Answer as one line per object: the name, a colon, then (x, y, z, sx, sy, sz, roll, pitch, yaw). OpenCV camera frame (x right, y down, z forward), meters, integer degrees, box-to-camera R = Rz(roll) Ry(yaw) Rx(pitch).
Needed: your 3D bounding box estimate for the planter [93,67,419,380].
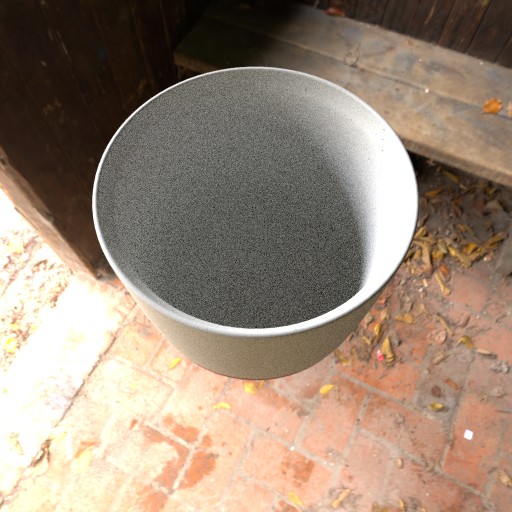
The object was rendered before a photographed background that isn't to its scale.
planter: (0.000, 0.000, 0.374, 0.204, 0.214, 0.204, 0, 63, 0)
